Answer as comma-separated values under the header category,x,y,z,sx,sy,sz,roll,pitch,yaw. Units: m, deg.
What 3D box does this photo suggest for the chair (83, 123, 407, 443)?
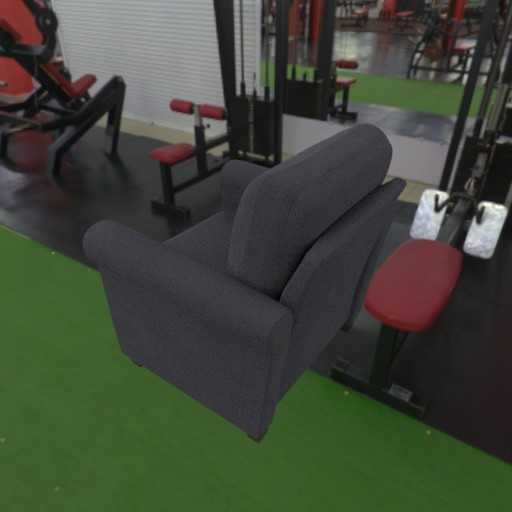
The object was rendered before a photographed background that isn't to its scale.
category,x,y,z,sx,sy,sz,roll,pitch,yaw
chair,0.000,0.000,1.640,0.828,0.942,0.867,21,38,30
